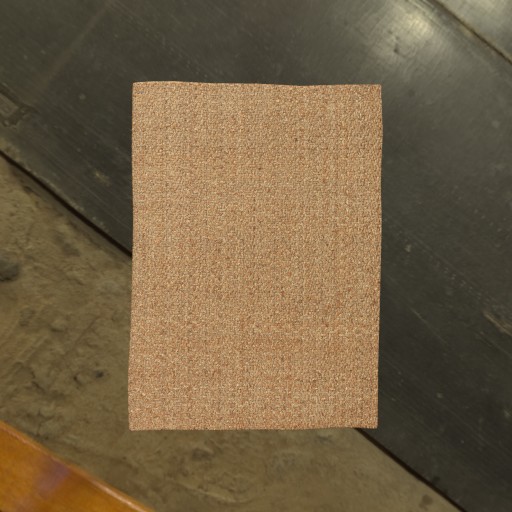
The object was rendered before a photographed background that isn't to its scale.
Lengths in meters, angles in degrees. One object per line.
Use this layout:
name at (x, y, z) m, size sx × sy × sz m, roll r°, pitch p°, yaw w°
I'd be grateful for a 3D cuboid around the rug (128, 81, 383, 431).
rug at (0.000, 0.000, 2.727) m, size 1.566 × 0.013 × 2.141 m, roll 0°, pitch 90°, yaw -1°
